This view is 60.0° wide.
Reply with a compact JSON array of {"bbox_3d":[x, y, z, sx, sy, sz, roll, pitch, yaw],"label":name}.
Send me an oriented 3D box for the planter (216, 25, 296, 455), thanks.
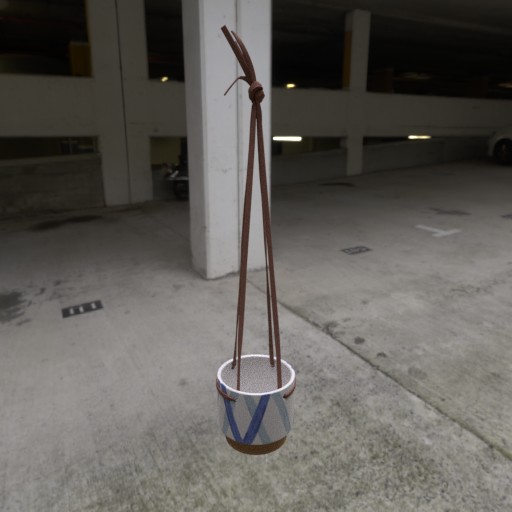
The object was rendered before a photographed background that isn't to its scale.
[{"bbox_3d":[0.000,0.000,0.803,0.157,0.753,0.153,-8,17,-26],"label":"planter"}]
